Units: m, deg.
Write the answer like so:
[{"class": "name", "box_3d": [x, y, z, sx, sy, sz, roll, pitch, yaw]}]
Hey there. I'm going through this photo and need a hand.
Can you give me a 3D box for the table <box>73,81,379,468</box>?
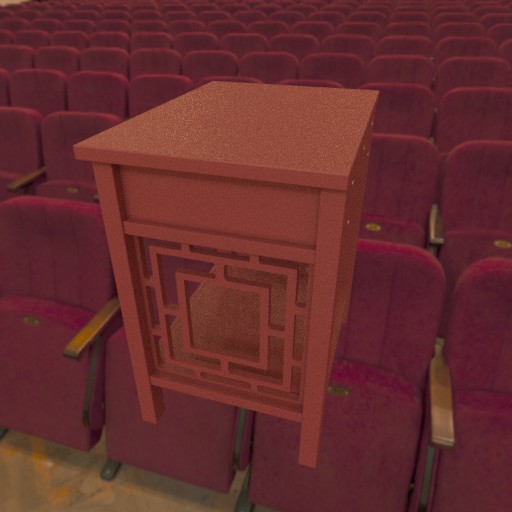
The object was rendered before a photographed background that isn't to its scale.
[{"class": "table", "box_3d": [0.000, 0.000, 1.080, 0.451, 0.686, 0.599, 9, 32, 15]}]
